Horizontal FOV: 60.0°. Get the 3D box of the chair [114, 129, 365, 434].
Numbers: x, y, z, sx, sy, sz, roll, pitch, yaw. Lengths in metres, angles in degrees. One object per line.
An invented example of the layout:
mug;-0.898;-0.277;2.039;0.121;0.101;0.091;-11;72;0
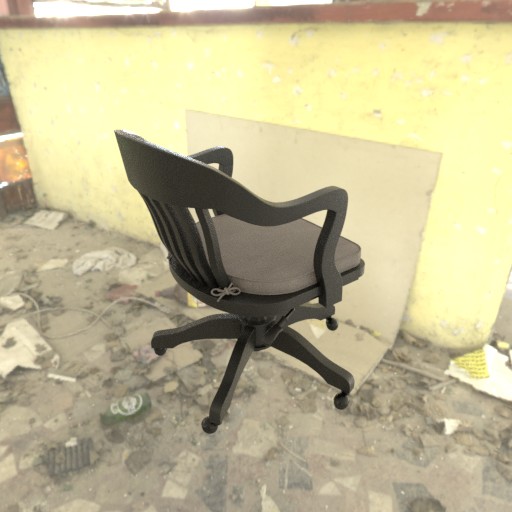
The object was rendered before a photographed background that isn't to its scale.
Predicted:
chair;0.000;0.000;1.463;0.788;0.878;0.750;-18;32;-31
